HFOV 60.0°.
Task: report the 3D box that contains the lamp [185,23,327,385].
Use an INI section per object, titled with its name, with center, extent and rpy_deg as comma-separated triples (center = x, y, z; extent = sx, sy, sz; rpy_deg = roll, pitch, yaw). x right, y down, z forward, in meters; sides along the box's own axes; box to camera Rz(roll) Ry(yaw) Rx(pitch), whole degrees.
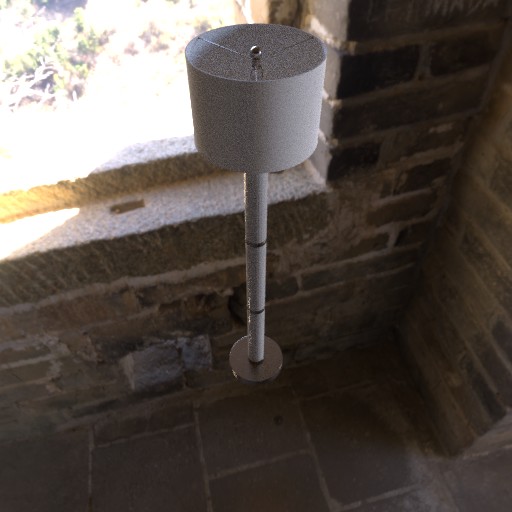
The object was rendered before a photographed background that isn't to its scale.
[lamp]
center = 0.000, 0.000, 1.745
extent = 0.377, 1.599, 0.377
rpy_deg = 22, 51, 20
